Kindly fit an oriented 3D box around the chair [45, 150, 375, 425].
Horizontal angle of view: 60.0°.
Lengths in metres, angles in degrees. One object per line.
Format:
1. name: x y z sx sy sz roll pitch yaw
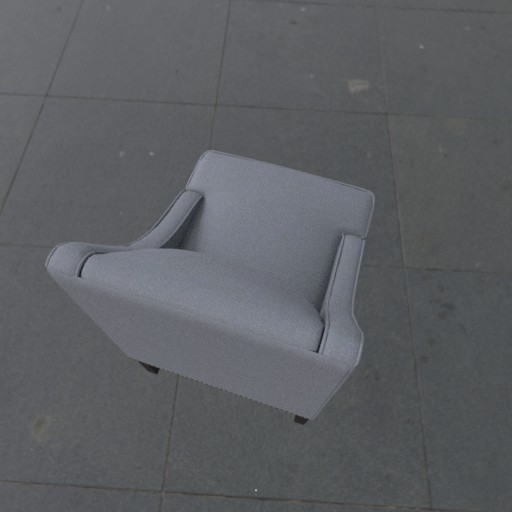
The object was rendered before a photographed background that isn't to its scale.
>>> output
1. chair: 0.000 0.000 1.340 0.631 0.867 0.747 16 63 8
